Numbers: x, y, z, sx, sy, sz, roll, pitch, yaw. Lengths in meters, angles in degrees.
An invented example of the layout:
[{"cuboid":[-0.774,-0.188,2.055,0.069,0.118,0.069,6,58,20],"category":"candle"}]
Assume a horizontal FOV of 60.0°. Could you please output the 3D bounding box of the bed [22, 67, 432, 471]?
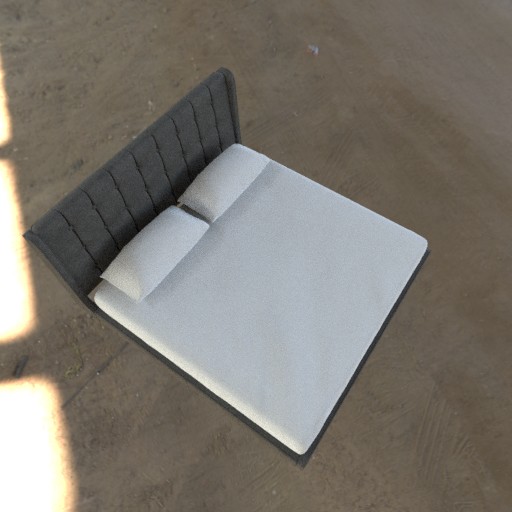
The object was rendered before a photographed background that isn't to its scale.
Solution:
[{"cuboid":[0.000,0.000,2.552,1.638,0.933,1.531,31,63,17],"category":"bed"}]
